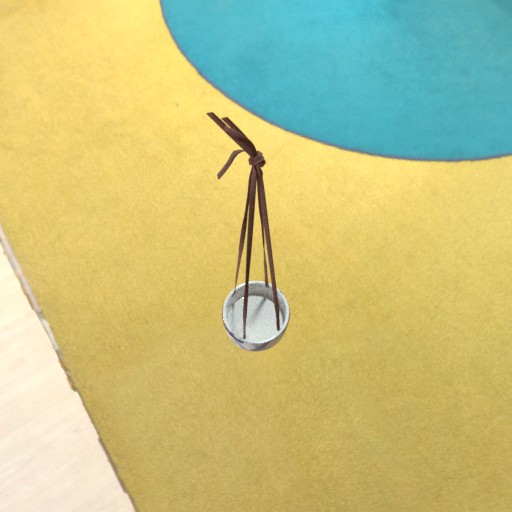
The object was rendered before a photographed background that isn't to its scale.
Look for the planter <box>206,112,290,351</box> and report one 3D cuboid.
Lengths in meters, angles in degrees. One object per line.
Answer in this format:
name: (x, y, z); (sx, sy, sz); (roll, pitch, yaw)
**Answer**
planter: (0.000, 0.000, 0.820); (0.166, 0.751, 0.166); (15, 63, 8)
